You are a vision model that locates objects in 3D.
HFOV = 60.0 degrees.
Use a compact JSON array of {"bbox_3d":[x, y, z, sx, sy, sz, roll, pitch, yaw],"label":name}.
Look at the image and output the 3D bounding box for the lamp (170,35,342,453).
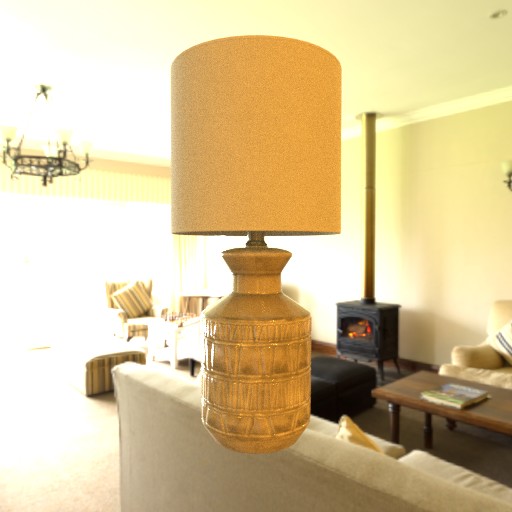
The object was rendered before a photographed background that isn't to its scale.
[{"bbox_3d":[0.000,0.000,0.561,0.211,0.455,0.211,0,1,1],"label":"lamp"}]
